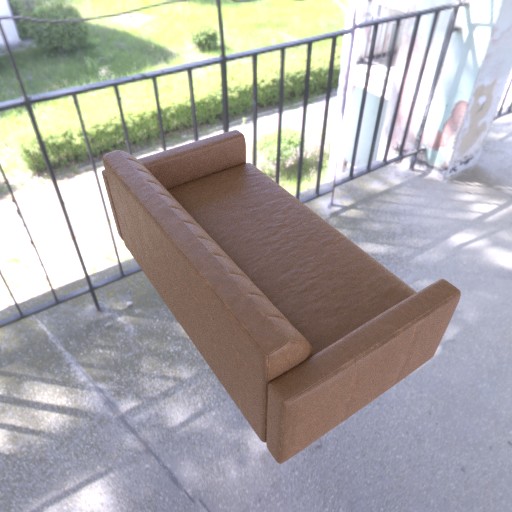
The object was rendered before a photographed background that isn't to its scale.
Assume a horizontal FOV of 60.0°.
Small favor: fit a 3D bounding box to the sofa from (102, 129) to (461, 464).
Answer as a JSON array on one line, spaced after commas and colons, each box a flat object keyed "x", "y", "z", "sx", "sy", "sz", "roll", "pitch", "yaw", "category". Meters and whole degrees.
[{"x": 0.000, "y": 0.000, "z": 2.418, "sx": 0.993, "sy": 0.821, "sz": 1.847, "roll": -24, "pitch": 48, "yaw": -24, "category": "sofa"}]
